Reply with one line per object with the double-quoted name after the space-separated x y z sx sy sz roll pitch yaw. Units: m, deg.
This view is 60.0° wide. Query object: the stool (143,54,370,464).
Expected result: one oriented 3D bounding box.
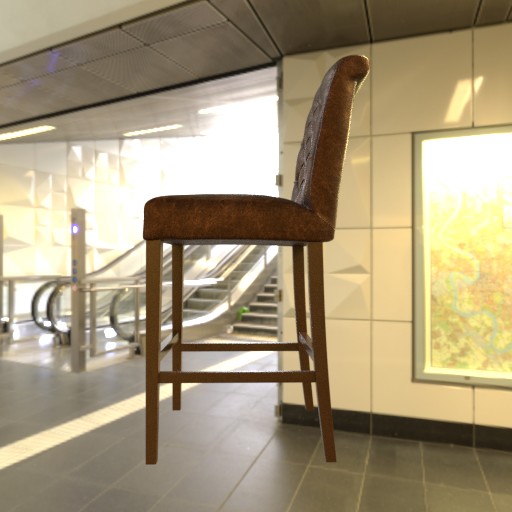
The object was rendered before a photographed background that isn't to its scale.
0.000 0.000 1.478 0.659 1.168 0.483 0 0 -1 "stool"
